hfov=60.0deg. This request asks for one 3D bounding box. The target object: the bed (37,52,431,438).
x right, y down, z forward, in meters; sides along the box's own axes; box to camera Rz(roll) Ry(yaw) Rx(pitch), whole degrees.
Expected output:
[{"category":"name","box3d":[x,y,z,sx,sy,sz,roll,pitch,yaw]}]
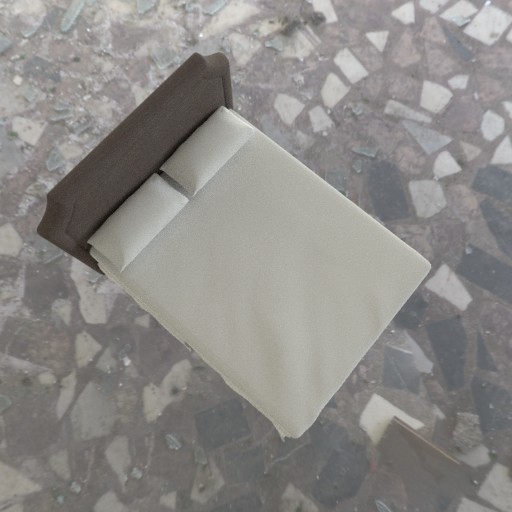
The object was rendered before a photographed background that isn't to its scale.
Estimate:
[{"category":"bed","box3d":[0.000,0.000,3.103,2.116,1.290,1.693,40,79,9]}]
